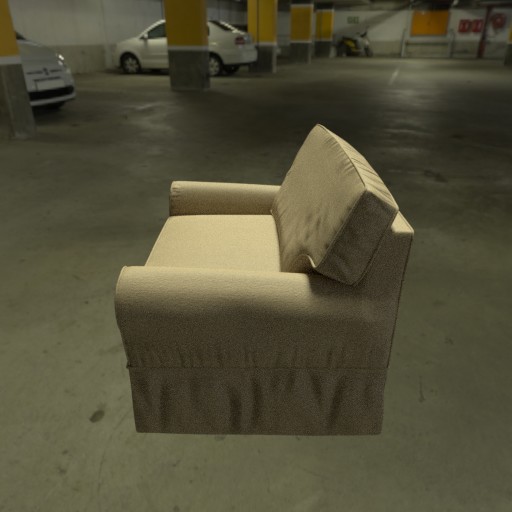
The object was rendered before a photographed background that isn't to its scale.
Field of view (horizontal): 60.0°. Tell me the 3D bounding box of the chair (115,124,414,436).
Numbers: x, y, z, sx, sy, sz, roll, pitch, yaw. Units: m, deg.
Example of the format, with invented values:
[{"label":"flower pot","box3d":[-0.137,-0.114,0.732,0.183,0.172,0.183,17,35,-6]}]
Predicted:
[{"label":"chair","box3d":[0.000,0.000,1.822,0.903,0.937,1.096,0,27,0]}]
